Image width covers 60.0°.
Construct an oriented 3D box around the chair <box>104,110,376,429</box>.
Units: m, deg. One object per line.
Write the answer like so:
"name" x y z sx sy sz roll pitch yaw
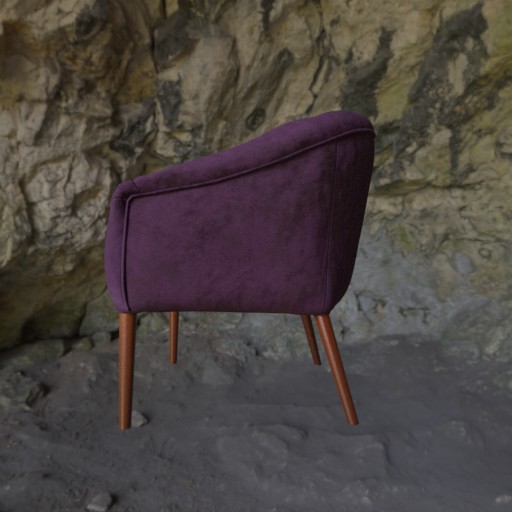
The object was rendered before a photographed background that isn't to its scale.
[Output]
"chair" 0.000 0.000 1.490 0.776 0.885 0.851 0 0 0
